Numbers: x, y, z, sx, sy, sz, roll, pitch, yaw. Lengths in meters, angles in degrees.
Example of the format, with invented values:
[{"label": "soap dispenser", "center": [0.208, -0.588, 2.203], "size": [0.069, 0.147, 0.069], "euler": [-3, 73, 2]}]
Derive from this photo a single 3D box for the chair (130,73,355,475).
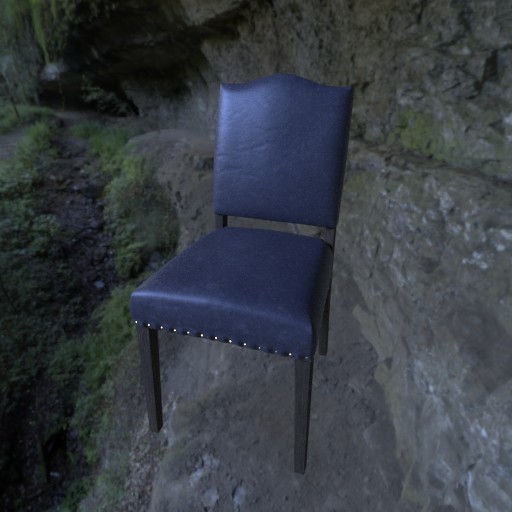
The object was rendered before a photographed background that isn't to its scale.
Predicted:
[{"label": "chair", "center": [0.000, 0.000, 1.339], "size": [0.500, 0.991, 0.633], "euler": [8, 27, 17]}]
